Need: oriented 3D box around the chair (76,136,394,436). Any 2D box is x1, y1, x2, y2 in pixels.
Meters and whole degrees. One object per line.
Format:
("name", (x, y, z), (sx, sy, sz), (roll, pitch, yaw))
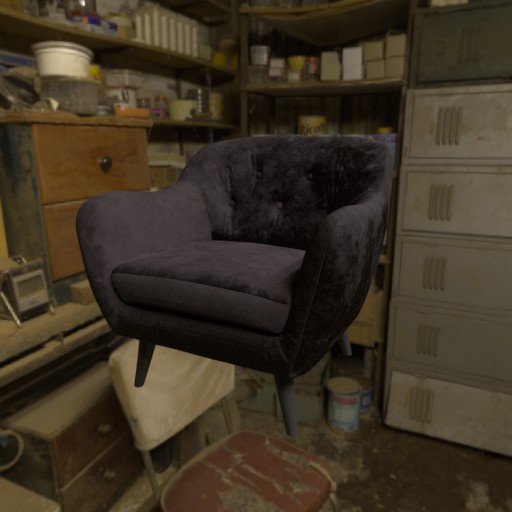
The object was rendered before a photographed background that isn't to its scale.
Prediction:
("chair", (0.000, 0.000, 1.516), (0.840, 0.807, 0.819), (7, 16, 26))
